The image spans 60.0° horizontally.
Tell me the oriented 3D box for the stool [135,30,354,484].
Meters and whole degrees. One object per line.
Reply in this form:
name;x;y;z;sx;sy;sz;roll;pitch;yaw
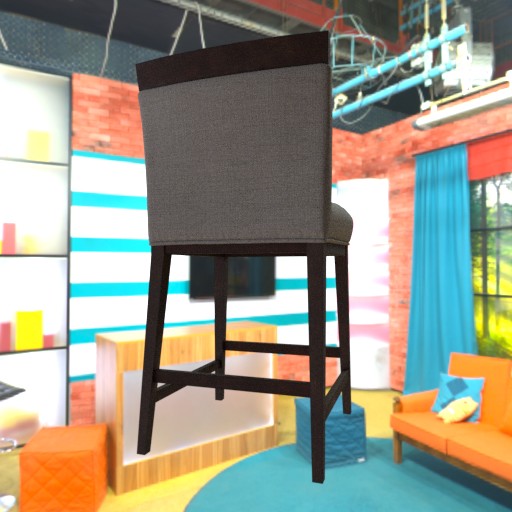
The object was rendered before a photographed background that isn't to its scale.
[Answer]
stool;0.000;0.000;1.287;0.512;1.009;0.531;0;-1;19
